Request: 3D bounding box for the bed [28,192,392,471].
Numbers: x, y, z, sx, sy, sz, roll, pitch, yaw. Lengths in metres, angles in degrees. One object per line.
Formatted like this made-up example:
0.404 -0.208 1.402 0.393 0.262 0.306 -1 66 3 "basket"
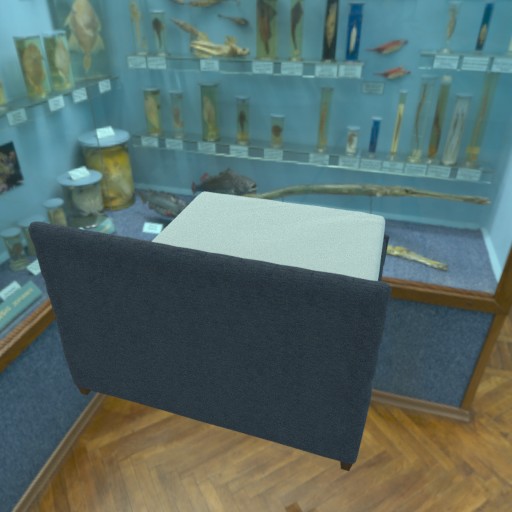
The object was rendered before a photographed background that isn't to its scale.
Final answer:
0.000 0.000 3.615 2.078 1.427 2.387 10 34 15 "bed"
